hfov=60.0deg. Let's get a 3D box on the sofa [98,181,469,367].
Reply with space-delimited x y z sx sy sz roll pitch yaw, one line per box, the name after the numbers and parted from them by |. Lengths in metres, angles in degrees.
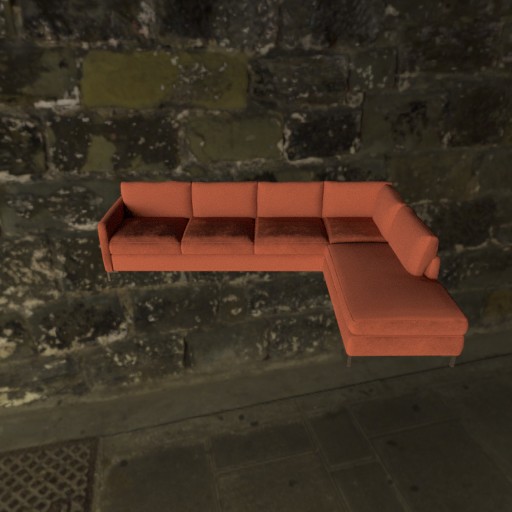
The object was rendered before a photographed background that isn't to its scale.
0.000 0.000 3.633 2.736 0.757 1.879 0 27 0 | sofa
